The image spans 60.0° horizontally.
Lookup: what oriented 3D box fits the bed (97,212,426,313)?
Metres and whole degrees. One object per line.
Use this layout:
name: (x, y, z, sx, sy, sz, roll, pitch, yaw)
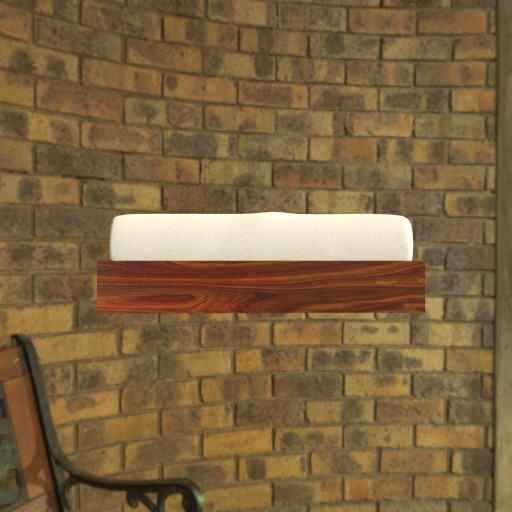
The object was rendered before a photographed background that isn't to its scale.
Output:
bed: (0.000, 0.000, 2.197, 0.940, 0.312, 1.860, 0, 0, -1)
